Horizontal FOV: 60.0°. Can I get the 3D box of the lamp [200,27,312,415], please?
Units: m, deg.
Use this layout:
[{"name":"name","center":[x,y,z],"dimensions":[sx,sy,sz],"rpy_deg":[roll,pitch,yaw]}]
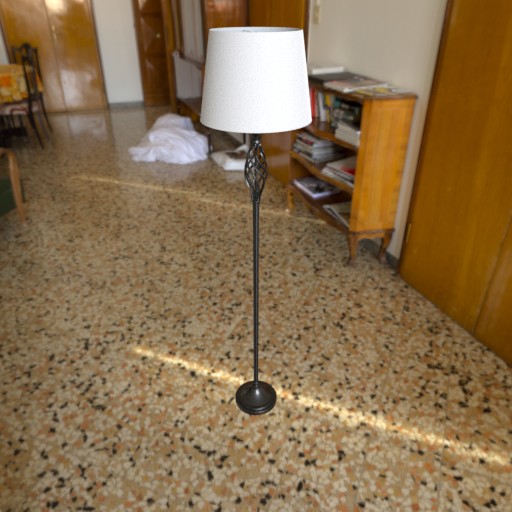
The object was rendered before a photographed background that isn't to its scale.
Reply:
[{"name":"lamp","center":[0.000,0.000,1.780],"dimensions":[0.379,1.623,0.379],"rpy_deg":[0,30,0]}]
